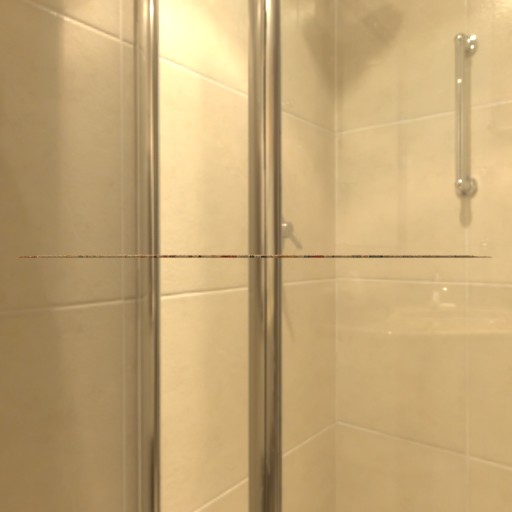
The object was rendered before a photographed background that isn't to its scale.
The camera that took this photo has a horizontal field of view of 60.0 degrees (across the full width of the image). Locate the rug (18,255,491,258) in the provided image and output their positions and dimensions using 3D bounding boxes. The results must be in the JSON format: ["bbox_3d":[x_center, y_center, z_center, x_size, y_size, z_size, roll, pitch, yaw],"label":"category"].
[{"bbox_3d":[0.000,0.000,2.454,1.997,0.010,1.218,0,0,1],"label":"rug"}]
